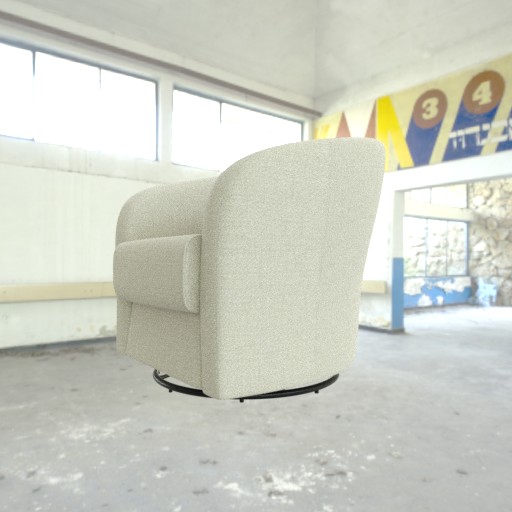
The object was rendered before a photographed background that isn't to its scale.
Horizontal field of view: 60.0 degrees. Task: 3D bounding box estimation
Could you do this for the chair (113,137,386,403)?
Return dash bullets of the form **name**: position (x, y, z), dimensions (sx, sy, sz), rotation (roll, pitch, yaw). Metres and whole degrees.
- **chair**: position (0.000, 0.000, 1.472), dimensions (0.815, 0.771, 0.791), rotation (1, -1, -36)
